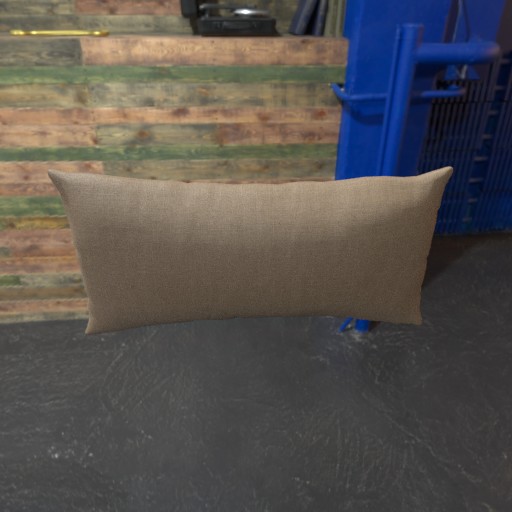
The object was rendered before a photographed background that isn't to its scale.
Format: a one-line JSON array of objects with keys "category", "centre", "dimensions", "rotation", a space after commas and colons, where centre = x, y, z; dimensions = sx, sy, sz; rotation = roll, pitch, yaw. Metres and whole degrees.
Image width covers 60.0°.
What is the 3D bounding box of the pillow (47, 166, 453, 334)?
[{"category": "pillow", "centre": [0.000, 0.000, 0.731], "dimensions": [0.612, 0.308, 0.148], "rotation": [-1, 31, -2]}]
